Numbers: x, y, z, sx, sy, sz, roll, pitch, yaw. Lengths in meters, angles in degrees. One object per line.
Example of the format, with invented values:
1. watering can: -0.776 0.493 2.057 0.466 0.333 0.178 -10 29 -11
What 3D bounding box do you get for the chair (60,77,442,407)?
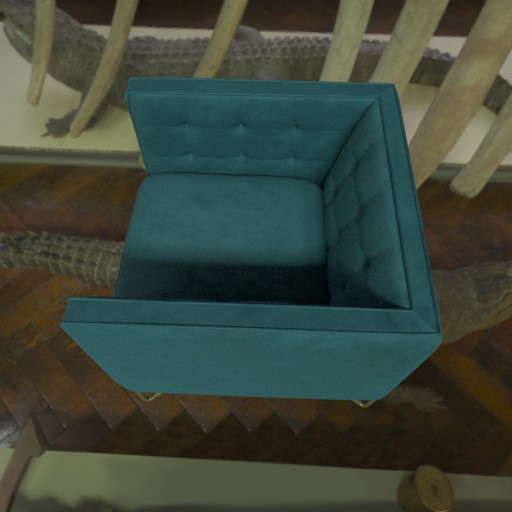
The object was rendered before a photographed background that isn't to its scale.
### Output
1. chair: 0.000 0.000 1.530 0.894 0.790 0.880 2 60 1
